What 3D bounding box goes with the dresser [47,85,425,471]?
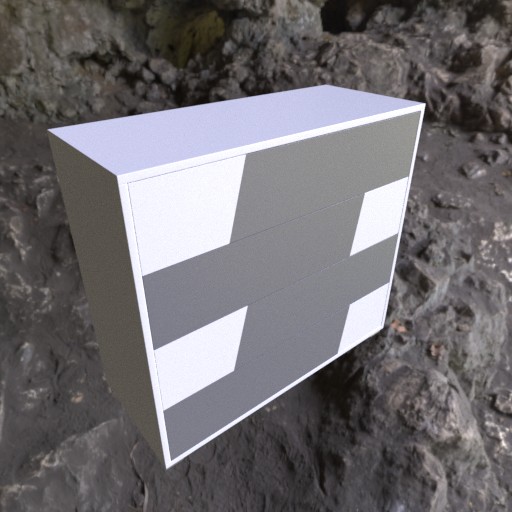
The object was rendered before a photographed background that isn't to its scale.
[{"bbox_3d":[0.000,0.000,1.608,1.100,1.000,0.460,-22,37,-33],"label":"dresser"}]
